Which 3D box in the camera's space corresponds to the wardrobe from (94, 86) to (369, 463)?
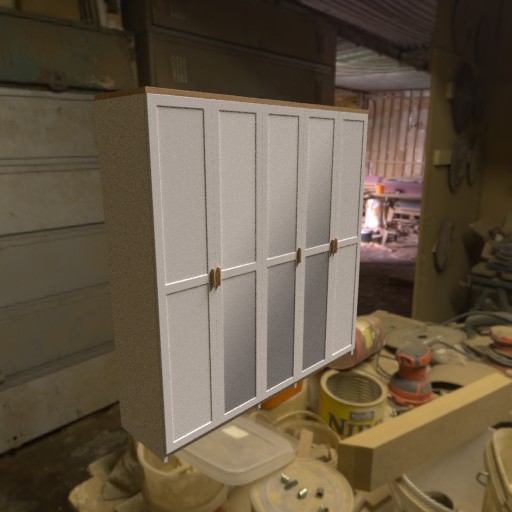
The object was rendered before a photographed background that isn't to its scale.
[{"bbox_3d":[0.000,0.000,3.472,0.590,2.260,2.160,13,19,43],"label":"wardrobe"}]
